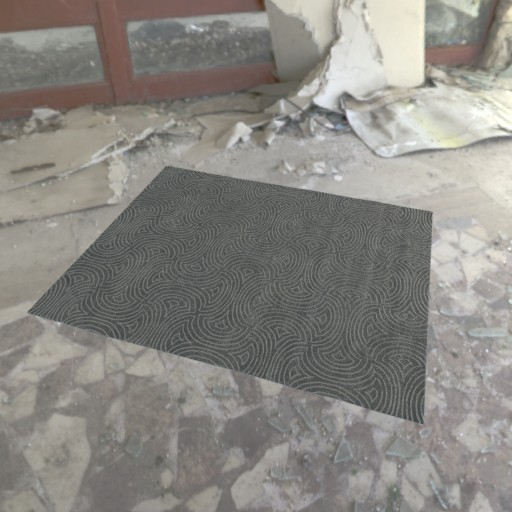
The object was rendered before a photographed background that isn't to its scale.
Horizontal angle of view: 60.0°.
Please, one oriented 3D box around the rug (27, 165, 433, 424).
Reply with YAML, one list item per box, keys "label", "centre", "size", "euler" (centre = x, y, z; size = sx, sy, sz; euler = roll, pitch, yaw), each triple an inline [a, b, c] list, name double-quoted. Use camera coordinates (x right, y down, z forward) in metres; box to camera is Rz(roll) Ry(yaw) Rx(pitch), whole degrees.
- label: "rug"
  centre: [0.000, 0.000, 4.051]
  size: [3.042, 0.021, 2.456]
  euler: [12, 42, 14]
